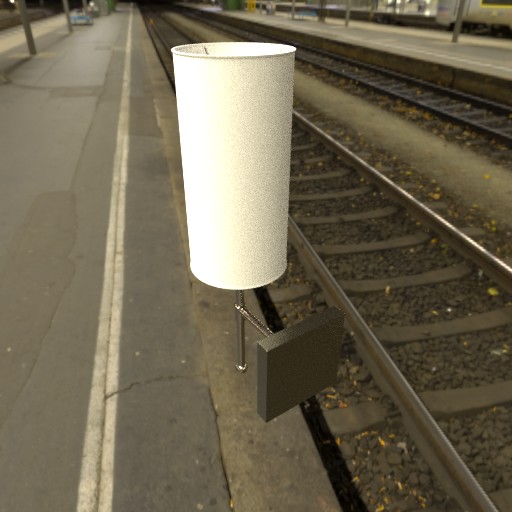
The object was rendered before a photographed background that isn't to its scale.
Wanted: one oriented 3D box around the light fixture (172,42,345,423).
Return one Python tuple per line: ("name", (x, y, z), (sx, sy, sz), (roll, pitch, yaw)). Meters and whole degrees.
("light fixture", (0.000, 0.000, 0.549), (0.128, 0.462, 0.208), (-19, 36, -29))
